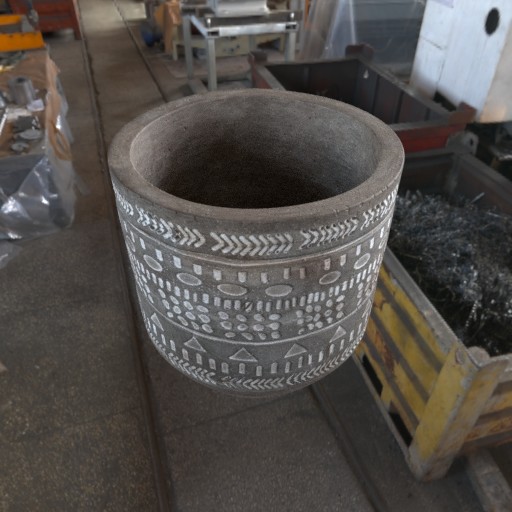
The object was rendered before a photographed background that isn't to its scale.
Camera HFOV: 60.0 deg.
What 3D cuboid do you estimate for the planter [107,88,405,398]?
[{"bbox_3d":[0.000,0.000,0.225,0.122,0.128,0.122,0,40,0],"label":"planter"}]
